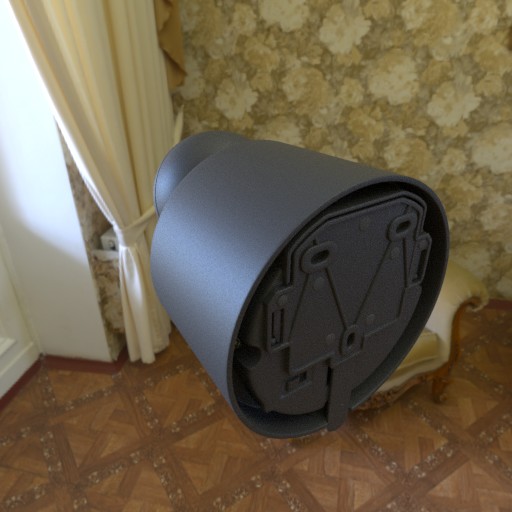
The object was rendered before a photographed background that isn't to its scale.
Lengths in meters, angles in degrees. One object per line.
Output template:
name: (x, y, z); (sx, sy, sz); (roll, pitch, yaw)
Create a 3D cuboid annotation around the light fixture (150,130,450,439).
light fixture: (0.000, 0.000, 0.261); (0.134, 0.143, 0.160); (-18, 34, -29)
